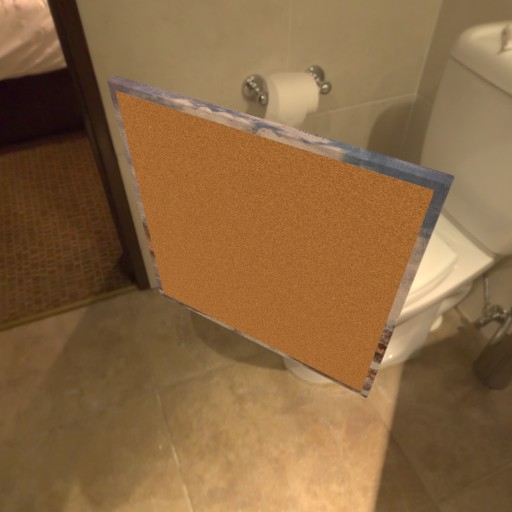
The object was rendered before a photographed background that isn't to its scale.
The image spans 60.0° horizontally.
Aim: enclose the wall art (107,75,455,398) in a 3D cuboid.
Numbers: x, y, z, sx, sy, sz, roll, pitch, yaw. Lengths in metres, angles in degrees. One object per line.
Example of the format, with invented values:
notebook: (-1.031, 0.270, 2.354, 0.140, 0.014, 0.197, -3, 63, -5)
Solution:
wall art: (0.000, 0.000, 1.340, 0.888, 0.897, 0.035, 23, 51, 20)
